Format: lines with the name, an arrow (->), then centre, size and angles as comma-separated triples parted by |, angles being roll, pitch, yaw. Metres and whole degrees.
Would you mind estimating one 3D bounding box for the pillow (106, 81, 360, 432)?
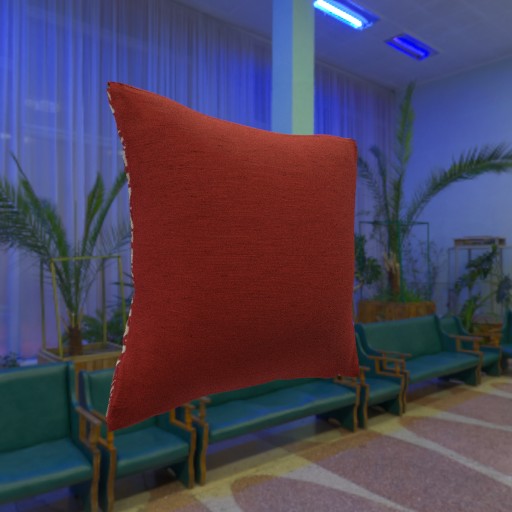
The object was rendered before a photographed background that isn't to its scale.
pillow -> 0.000, 0.000, 0.655 | 0.438, 0.419, 0.162 | 1, -1, -36
